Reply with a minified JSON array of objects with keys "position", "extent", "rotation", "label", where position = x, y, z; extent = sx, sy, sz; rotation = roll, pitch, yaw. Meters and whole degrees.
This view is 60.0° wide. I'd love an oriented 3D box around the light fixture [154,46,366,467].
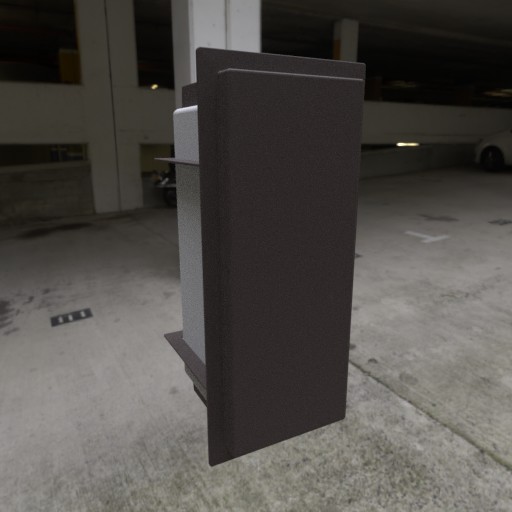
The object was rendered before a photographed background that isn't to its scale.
[{"position":[0.000,0.000,0.435],"extent":[0.153,0.347,0.146],"rotation":[-8,16,-27],"label":"light fixture"}]
